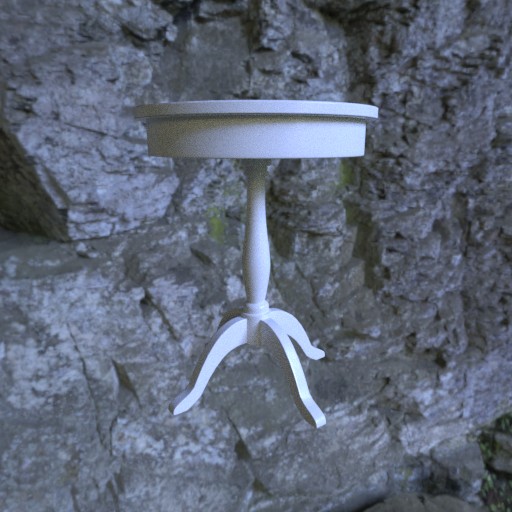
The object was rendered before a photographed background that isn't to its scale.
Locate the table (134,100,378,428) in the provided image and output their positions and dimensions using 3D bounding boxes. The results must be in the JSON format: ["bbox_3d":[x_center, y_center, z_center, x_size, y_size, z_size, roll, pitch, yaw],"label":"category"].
[{"bbox_3d":[0.000,0.000,1.042,0.513,0.653,0.513,0,15,0],"label":"table"}]
